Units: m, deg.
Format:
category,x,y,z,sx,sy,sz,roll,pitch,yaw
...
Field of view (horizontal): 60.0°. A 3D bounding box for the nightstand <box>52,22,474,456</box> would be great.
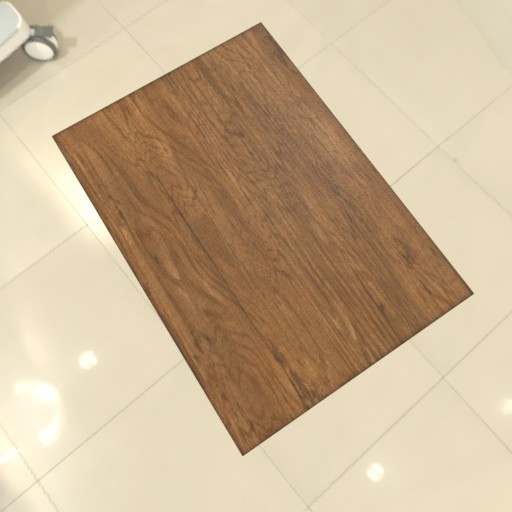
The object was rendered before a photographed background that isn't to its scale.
category,x,y,z,sx,sy,sz,roll,pitch,yaw
nightstand,0.000,0.000,1.025,0.446,0.610,0.610,-32,78,-8
